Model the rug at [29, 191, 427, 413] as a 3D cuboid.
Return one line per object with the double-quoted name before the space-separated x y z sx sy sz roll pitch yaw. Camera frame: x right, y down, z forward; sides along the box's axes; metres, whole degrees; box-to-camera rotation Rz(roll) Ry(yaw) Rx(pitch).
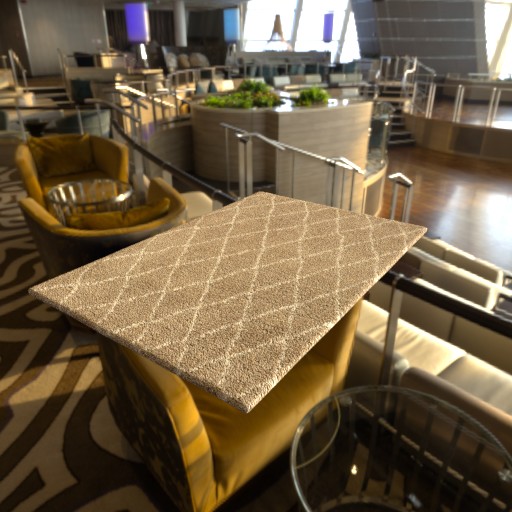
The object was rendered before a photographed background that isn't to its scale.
"rug" 0.000 0.000 2.293 1.219 0.030 1.778 17 31 32
